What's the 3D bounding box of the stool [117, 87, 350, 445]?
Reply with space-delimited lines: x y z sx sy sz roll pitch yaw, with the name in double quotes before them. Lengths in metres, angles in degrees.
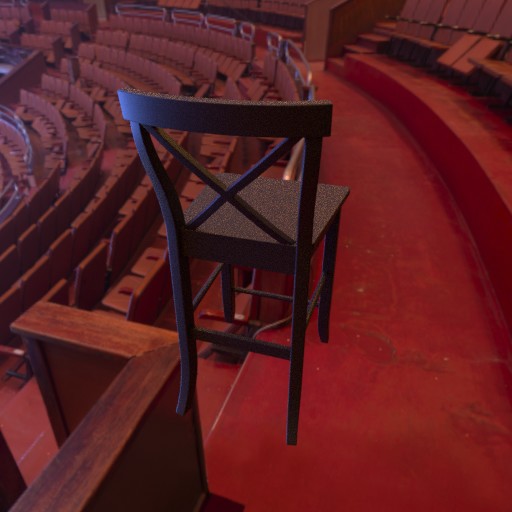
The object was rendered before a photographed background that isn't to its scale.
"stool" 0.000 0.000 1.299 0.452 0.989 0.559 9 32 15
